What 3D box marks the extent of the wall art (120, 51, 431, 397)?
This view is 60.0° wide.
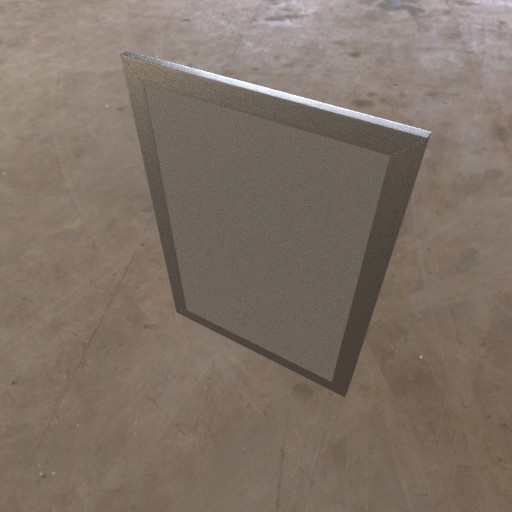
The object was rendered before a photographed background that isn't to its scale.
[{"bbox_3d":[0.000,0.000,0.672,0.376,0.529,0.013,23,51,20],"label":"wall art"}]
